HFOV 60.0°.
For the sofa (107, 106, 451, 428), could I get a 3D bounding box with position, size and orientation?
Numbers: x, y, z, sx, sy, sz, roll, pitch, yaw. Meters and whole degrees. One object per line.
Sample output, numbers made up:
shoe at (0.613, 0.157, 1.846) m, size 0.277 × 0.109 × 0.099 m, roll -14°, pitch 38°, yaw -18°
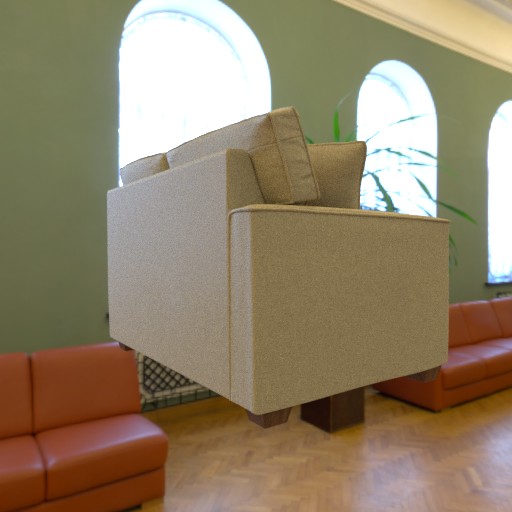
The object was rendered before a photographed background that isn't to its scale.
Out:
sofa at (0.000, 0.000, 2.068) m, size 0.991 × 0.989 × 1.388 m, roll -1°, pitch 1°, yaw -35°
